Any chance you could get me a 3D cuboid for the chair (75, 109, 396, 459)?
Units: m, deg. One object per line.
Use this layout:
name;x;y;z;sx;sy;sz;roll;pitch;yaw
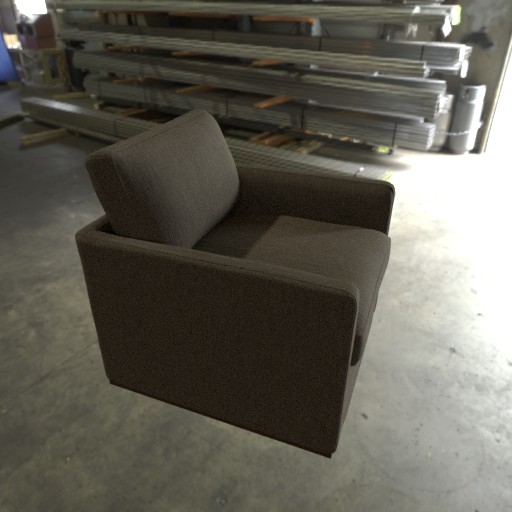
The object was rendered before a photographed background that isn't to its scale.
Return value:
chair;0.000;0.000;1.502;0.834;0.811;0.763;11;32;19
